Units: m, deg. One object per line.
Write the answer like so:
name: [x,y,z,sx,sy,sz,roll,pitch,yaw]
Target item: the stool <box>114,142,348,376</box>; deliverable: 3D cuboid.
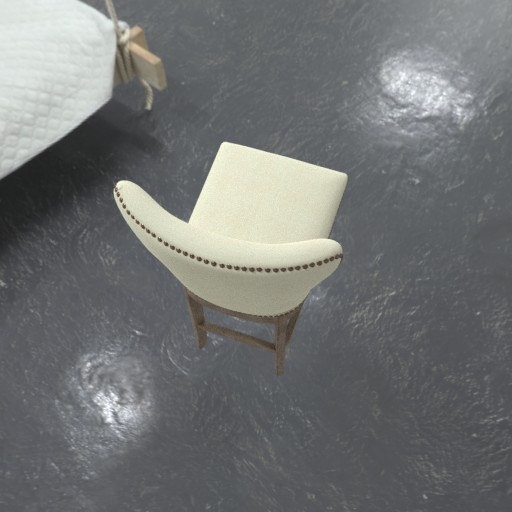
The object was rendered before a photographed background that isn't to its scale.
stool: [0.000,0.000,1.455,0.494,1.123,0.606,17,64,8]
